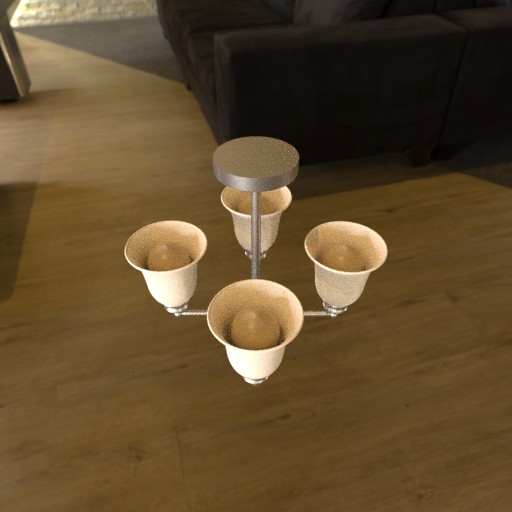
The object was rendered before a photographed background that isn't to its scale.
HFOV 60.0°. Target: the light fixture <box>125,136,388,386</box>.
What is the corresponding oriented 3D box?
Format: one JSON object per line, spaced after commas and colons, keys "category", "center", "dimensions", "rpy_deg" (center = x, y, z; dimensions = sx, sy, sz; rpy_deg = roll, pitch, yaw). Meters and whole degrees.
{"category": "light fixture", "center": [0.000, 0.000, 0.740], "dimensions": [0.427, 0.370, 0.427], "rpy_deg": [0, 41, 0]}
